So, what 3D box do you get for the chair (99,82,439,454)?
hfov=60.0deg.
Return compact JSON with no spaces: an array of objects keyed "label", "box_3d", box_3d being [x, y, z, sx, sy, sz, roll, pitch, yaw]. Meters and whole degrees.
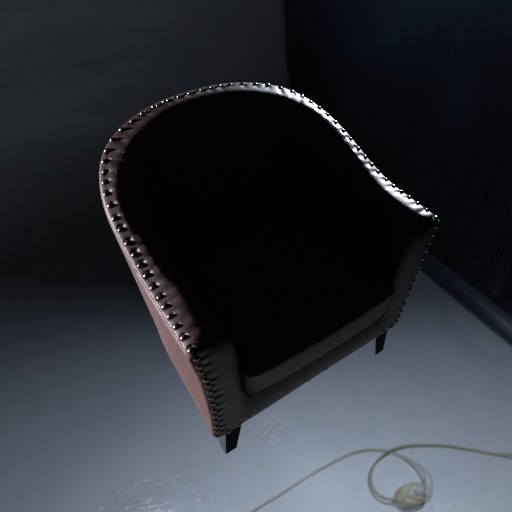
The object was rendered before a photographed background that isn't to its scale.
[{"label":"chair","box_3d":[0.000,0.000,1.428,0.794,0.823,0.748,-26,51,-23]}]
